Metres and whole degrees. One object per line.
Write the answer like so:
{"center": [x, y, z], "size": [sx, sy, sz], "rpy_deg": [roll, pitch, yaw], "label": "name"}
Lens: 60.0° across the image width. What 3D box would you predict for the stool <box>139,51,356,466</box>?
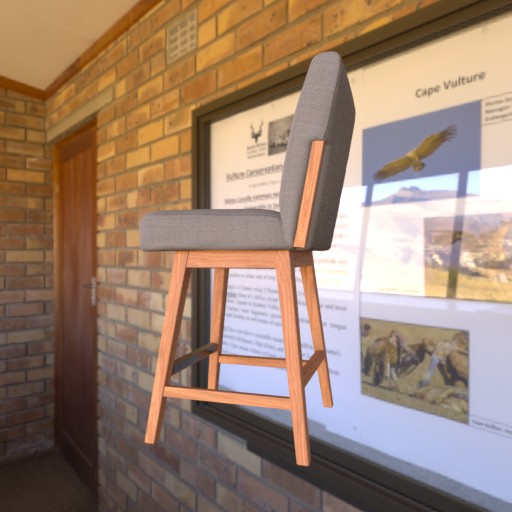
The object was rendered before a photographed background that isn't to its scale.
{"center": [0.000, 0.000, 1.351], "size": [0.570, 1.019, 0.459], "rpy_deg": [0, 0, 17], "label": "stool"}
